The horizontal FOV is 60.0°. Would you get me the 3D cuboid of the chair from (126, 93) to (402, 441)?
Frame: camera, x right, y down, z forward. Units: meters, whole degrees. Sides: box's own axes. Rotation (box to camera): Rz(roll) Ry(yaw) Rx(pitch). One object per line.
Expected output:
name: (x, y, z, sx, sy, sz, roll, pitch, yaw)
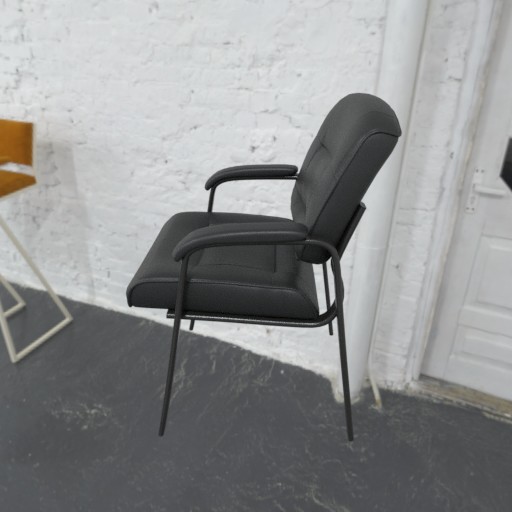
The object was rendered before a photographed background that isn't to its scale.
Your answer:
chair: (0.000, 0.000, 1.322, 0.668, 0.910, 0.591, 1, 27, 2)
